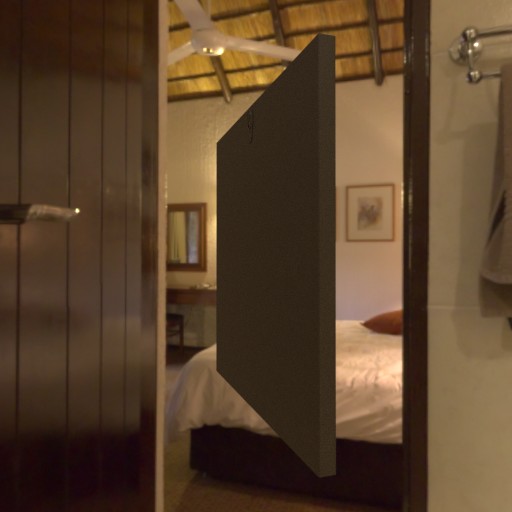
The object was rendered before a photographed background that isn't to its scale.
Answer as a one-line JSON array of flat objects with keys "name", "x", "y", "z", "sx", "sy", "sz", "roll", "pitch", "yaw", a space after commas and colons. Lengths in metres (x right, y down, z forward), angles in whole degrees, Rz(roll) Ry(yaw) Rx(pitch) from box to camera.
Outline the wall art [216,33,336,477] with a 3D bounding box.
[{"name": "wall art", "x": 0.000, "y": 0.000, "z": 1.189, "sx": 0.043, "sy": 0.807, "sz": 0.805, "roll": 0, "pitch": 0, "yaw": -18}]
